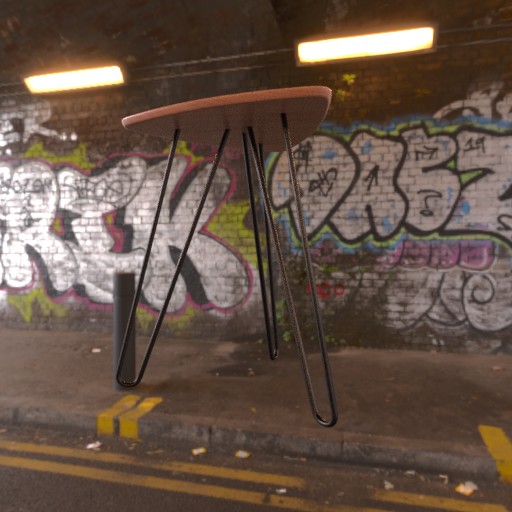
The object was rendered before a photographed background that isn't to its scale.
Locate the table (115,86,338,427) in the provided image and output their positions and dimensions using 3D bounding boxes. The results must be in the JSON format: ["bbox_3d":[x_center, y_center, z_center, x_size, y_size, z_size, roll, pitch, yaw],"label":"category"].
[{"bbox_3d":[0.000,0.000,0.898,0.442,0.564,0.455,-1,2,-35],"label":"table"}]
